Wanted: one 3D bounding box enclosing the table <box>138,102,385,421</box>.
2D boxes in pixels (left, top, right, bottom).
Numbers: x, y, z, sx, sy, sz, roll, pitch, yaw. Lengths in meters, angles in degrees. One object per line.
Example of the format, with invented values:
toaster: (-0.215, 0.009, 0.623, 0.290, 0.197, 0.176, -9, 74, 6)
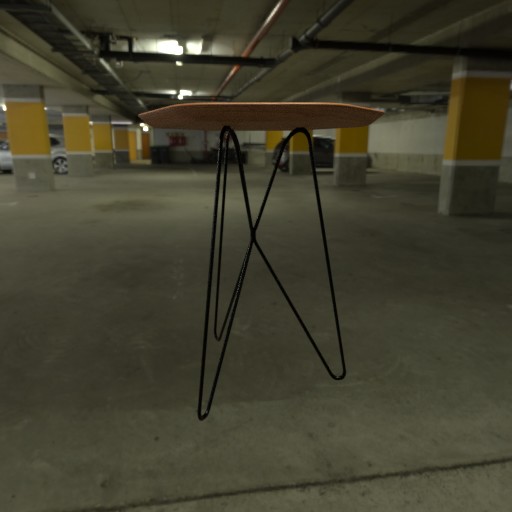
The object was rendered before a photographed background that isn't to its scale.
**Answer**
table: (0.000, 0.000, 0.918, 0.400, 0.562, 0.500, -7, 16, -27)
